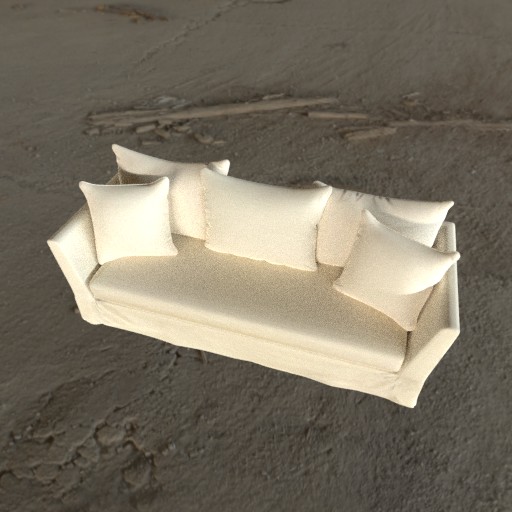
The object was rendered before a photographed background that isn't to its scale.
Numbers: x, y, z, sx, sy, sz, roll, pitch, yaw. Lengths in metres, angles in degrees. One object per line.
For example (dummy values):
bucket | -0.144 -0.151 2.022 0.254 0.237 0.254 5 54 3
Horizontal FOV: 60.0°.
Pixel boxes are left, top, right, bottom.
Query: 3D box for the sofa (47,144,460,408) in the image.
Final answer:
sofa | 0.000 0.000 3.029 2.484 1.042 1.030 12 43 13
